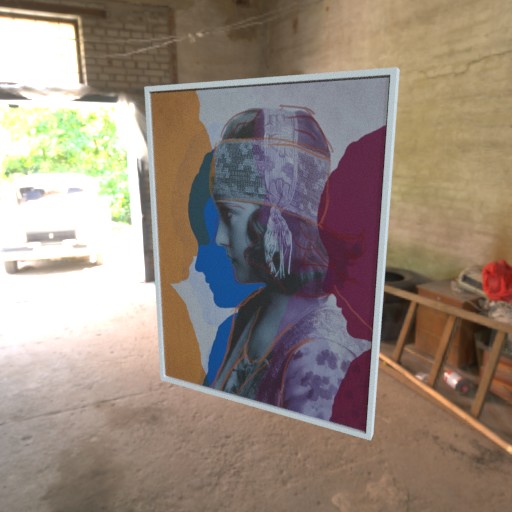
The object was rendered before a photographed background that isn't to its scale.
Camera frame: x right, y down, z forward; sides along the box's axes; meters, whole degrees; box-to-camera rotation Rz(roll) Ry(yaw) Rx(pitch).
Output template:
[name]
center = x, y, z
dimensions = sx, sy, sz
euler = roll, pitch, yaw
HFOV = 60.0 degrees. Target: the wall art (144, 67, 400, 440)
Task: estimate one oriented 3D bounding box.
[wall art]
center = 0.000, 0.000, 1.402
dimensions = 0.795, 1.050, 0.039
euler = 7, 15, 26
